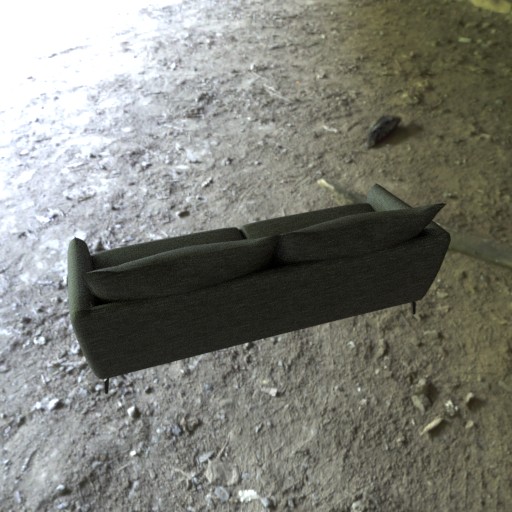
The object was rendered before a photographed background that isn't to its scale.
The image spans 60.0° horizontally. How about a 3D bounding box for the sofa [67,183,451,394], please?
[{"bbox_3d":[0.000,0.000,2.486,2.019,0.843,0.807,-12,42,-13],"label":"sofa"}]
